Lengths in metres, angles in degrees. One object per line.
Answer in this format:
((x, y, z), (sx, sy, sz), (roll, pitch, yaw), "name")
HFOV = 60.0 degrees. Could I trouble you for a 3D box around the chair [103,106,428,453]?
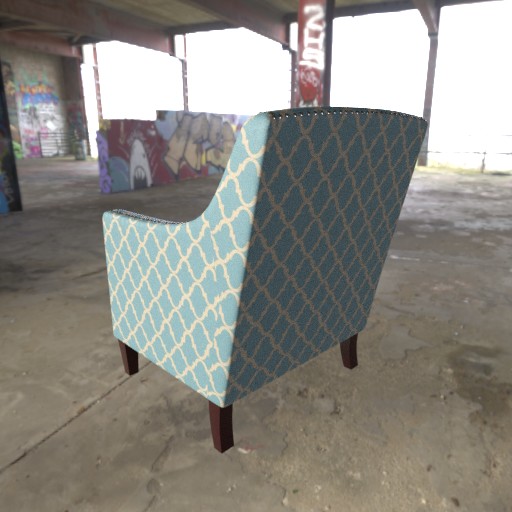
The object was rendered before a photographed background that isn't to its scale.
((0.000, 0.000, 1.308), (0.617, 0.817, 0.686), (-15, 22, -42), "chair")
